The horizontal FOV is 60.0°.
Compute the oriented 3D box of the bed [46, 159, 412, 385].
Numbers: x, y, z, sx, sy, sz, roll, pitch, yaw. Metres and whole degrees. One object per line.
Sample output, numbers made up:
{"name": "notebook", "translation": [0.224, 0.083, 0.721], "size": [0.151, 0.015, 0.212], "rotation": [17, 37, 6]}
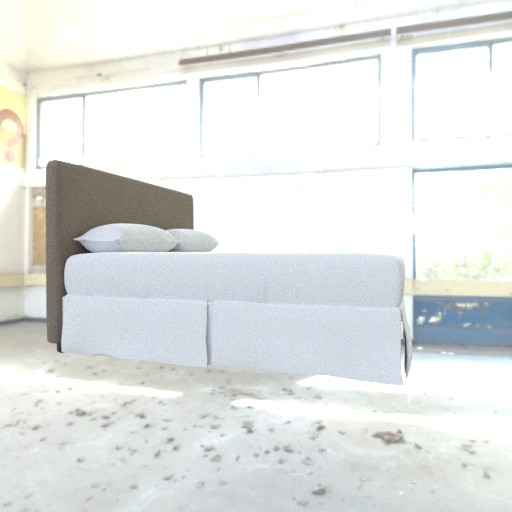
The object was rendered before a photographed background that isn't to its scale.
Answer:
{"name": "bed", "translation": [0.000, 0.000, 3.552], "size": [2.341, 1.317, 2.119], "rotation": [0, 1, 18]}
